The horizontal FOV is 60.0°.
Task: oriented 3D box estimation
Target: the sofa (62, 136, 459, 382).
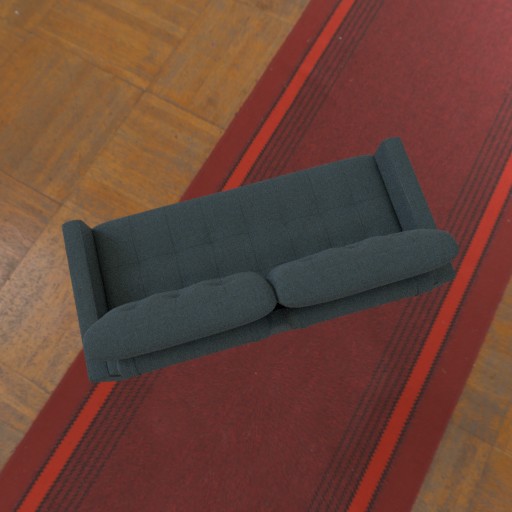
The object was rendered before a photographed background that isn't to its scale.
[{"bbox_3d":[0.000,0.000,2.552,2.010,1.050,0.966,-15,76,-4],"label":"sofa"}]
